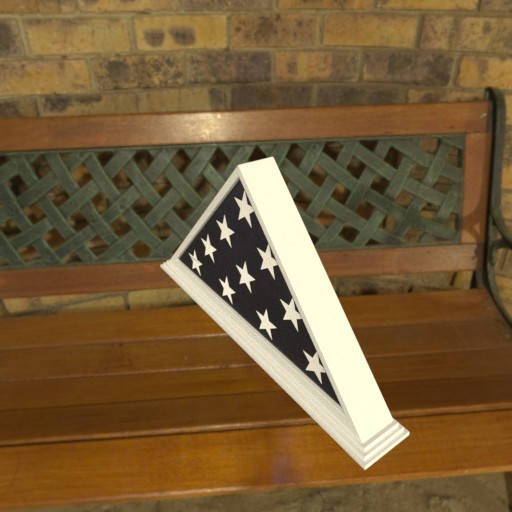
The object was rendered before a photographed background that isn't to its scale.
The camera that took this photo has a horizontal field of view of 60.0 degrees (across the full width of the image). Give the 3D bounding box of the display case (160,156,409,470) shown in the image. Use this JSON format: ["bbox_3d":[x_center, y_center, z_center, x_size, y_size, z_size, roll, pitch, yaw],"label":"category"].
[{"bbox_3d":[0.000,0.000,0.765,0.095,0.340,0.640,-21,37,-30],"label":"display case"}]
